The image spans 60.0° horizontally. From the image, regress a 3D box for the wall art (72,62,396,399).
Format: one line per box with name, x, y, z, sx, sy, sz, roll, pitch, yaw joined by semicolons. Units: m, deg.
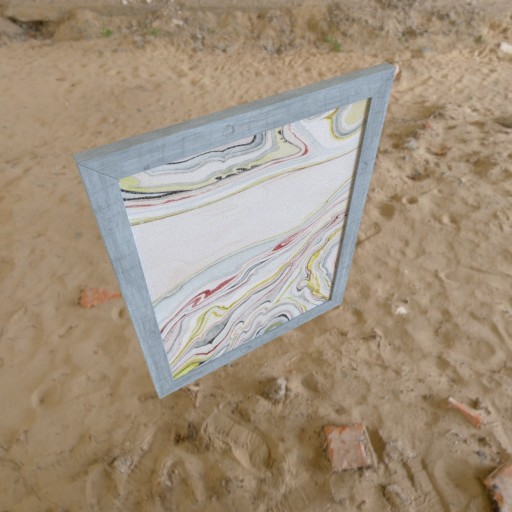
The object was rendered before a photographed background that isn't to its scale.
wall art;0.000;0.000;0.797;0.479;0.582;0.022;-24;51;-21
